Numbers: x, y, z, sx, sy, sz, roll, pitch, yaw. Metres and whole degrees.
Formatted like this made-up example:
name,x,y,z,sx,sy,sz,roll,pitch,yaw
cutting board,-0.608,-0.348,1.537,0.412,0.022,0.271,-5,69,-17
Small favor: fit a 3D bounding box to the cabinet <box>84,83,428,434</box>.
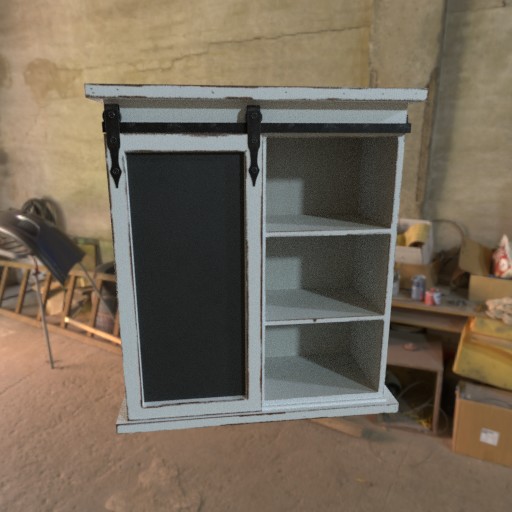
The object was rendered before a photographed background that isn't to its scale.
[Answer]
name,x,y,z,sx,sy,sz,roll,pitch,yaw
cabinet,0.000,0.000,0.868,0.541,0.603,0.210,-2,15,-7
